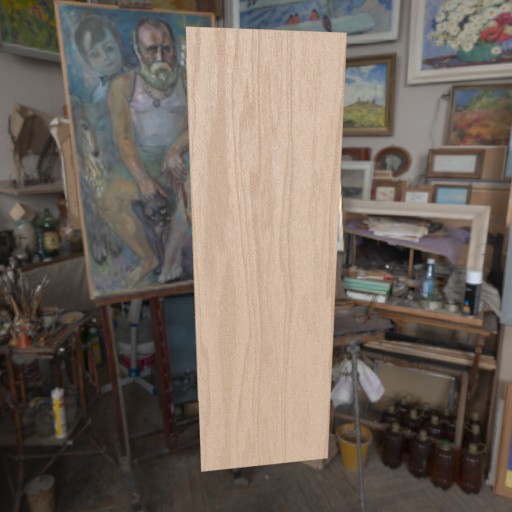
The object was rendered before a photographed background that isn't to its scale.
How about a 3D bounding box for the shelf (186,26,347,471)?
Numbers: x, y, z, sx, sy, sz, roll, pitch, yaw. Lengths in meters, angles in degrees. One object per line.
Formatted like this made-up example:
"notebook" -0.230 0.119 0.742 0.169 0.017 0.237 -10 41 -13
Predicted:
"shelf" 0.000 0.000 1.038 0.290 0.900 0.300 -2 14 -8
